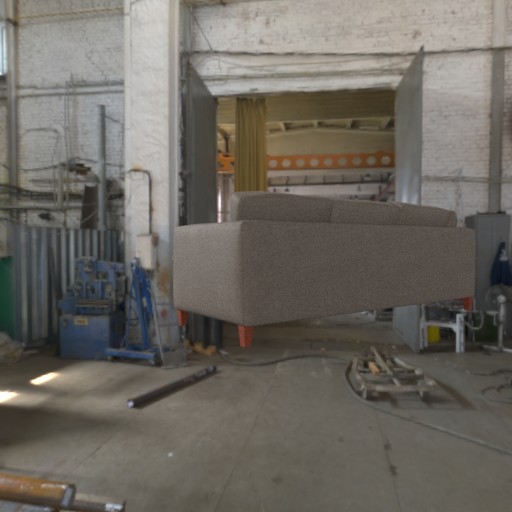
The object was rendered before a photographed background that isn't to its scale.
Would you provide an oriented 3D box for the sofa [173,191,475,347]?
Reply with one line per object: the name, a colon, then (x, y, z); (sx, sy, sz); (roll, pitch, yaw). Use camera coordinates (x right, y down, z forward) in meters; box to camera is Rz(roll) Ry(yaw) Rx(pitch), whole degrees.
sofa: (0.000, 0.000, 4.585); (2.593, 0.947, 3.302); (-1, 2, -35)
